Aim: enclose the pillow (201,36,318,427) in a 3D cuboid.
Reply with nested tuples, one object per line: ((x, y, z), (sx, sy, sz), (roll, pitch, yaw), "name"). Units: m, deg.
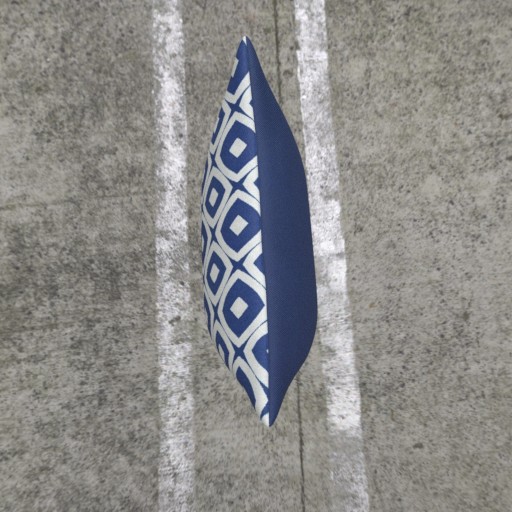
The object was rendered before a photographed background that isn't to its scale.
((0.000, 0.000, 0.783), (0.188, 0.494, 0.504), (-3, 77, -1), "pillow")
